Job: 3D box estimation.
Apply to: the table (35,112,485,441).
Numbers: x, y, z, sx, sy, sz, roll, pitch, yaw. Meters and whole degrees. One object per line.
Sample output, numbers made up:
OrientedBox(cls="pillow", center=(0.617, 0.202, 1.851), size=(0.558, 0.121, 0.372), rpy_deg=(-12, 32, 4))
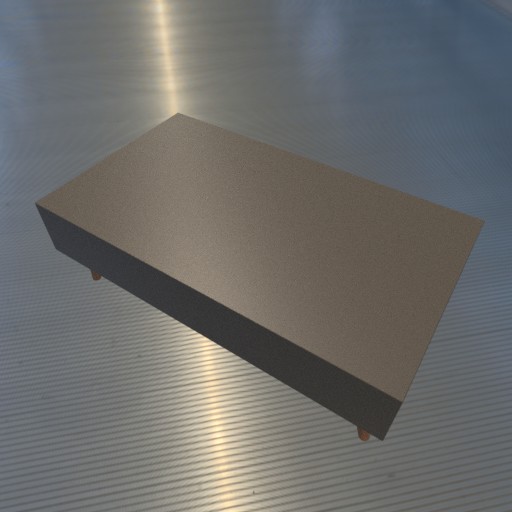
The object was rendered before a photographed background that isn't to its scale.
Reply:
OrientedBox(cls="table", center=(0.000, 0.000, 1.509), size=(1.201, 0.404, 0.703), rpy_deg=(25, 51, 23))
